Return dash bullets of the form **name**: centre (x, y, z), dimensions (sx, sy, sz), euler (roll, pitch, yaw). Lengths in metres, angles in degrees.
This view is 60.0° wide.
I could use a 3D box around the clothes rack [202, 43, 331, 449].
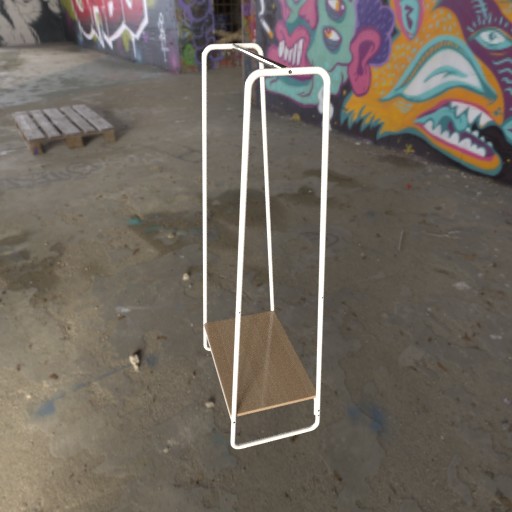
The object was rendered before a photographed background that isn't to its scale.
- **clothes rack**: centre (0.000, 0.000, 1.793), dimensions (0.400, 1.500, 0.640), euler (-9, 32, -14)
